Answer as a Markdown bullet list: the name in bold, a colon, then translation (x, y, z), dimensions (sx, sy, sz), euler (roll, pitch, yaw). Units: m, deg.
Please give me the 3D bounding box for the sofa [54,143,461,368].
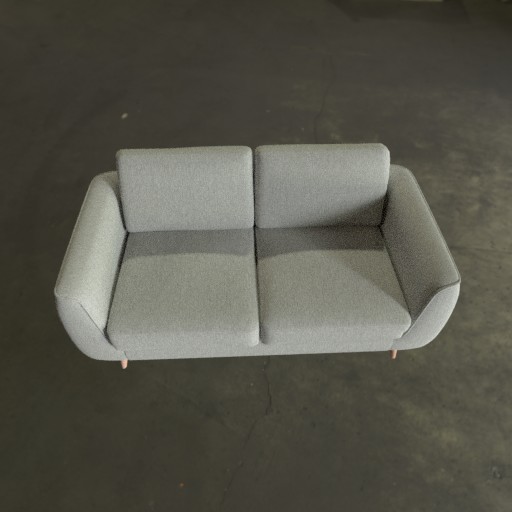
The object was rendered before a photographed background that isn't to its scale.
- **sofa**: translation (0.000, 0.000, 2.217), dimensions (1.700, 0.850, 0.920), euler (-2, 46, -2)
